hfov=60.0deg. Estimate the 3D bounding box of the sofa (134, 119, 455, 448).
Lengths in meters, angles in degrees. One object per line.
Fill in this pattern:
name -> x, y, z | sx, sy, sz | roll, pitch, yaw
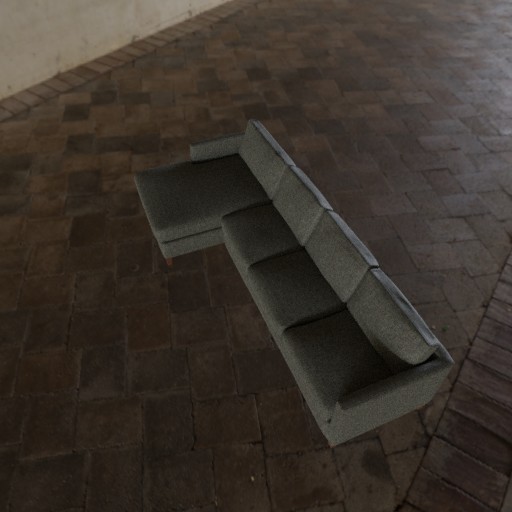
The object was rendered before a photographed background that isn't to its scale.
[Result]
sofa -> 0.000, 0.000, 4.173 | 1.635, 0.960, 3.485 | -17, 48, -15
